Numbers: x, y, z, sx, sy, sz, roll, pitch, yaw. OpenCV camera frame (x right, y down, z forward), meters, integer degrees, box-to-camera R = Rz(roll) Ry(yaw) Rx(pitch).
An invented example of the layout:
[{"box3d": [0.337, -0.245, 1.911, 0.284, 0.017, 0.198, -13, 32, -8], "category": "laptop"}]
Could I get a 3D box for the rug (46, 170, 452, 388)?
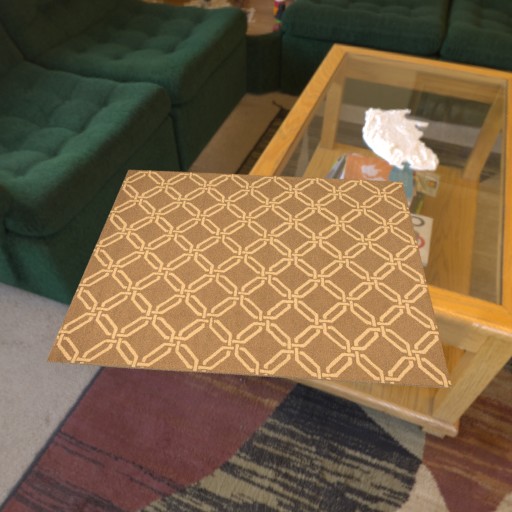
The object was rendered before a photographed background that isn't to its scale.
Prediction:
[{"box3d": [0.000, 0.000, 3.914, 2.895, 0.018, 2.288, 3, 48, 3], "category": "rug"}]
